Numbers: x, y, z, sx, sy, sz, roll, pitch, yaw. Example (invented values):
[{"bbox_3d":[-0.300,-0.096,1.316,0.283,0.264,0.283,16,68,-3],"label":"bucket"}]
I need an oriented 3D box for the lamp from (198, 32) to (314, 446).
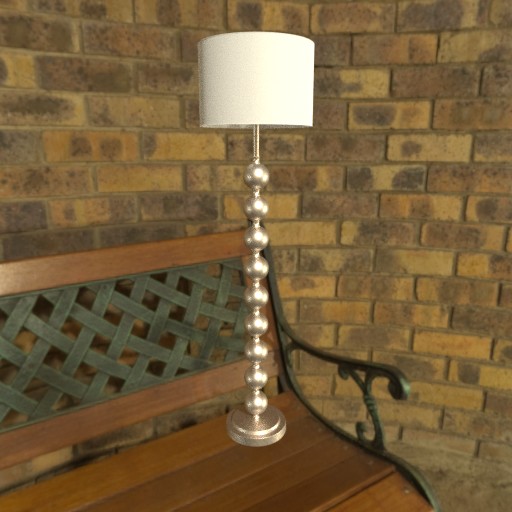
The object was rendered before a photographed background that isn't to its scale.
[{"bbox_3d":[0.000,0.000,1.674,0.394,1.474,0.394,7,16,26],"label":"lamp"}]
